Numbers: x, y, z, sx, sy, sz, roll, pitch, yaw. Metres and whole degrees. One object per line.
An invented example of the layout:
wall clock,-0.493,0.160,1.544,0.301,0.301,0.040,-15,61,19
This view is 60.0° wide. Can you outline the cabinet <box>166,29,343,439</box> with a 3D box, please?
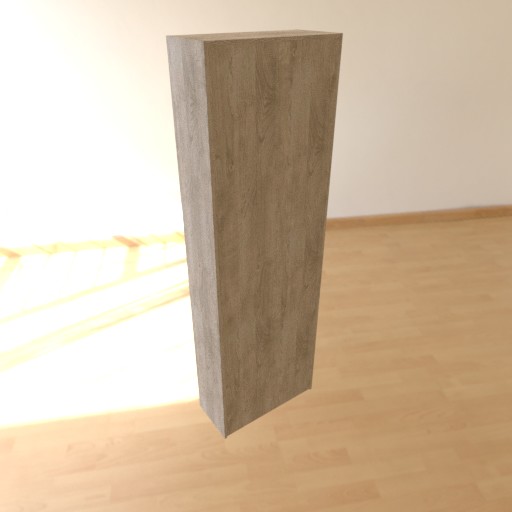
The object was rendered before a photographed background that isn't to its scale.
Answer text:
cabinet,0.000,0.000,1.817,0.520,1.630,0.250,-20,36,-30
